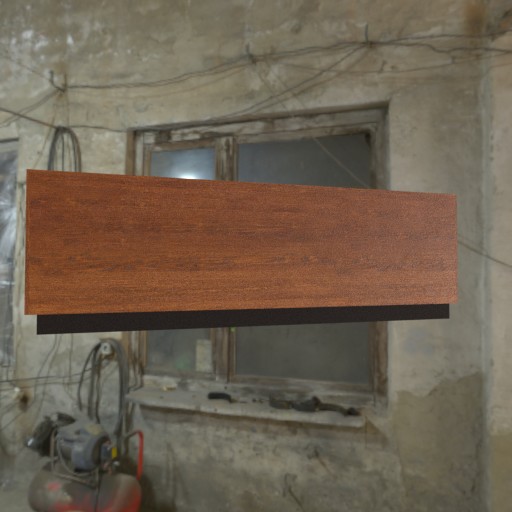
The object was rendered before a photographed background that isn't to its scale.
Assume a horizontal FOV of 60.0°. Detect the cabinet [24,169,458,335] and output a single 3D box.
[{"bbox_3d":[0.000,0.000,1.787,1.600,0.510,0.419,1,-2,-17],"label":"cabinet"}]
